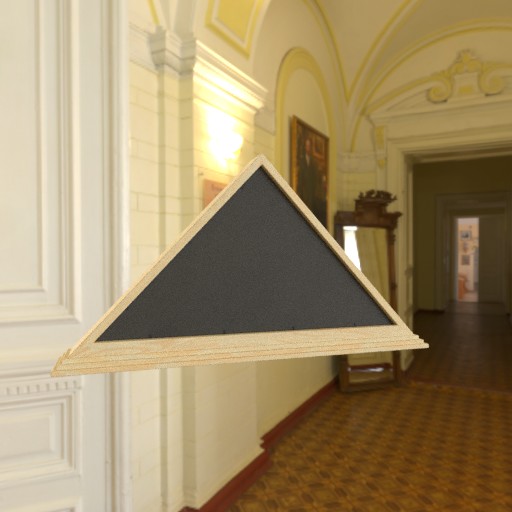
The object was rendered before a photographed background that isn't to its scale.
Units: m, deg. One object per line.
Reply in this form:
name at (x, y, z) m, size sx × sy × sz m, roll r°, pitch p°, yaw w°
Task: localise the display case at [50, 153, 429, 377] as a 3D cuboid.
display case at (0.000, 0.000, 0.767) m, size 0.640 × 0.340 × 0.095 m, roll 0°, pitch 1°, yaw -17°
